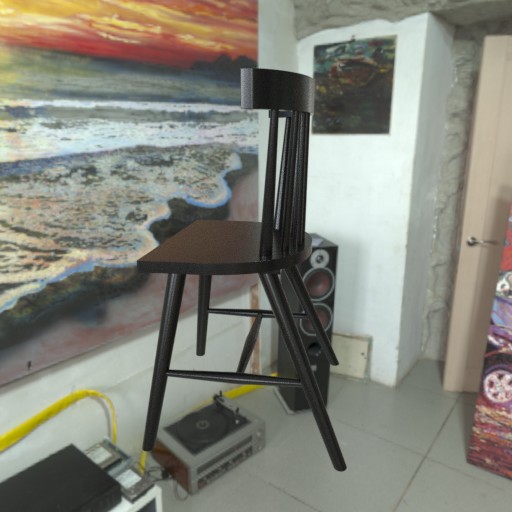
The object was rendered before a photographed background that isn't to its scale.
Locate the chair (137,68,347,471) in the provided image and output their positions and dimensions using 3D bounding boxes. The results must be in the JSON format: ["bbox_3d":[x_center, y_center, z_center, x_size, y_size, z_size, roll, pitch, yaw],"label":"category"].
[{"bbox_3d":[0.000,0.000,1.150,0.483,0.844,0.506,2,15,8],"label":"chair"}]
